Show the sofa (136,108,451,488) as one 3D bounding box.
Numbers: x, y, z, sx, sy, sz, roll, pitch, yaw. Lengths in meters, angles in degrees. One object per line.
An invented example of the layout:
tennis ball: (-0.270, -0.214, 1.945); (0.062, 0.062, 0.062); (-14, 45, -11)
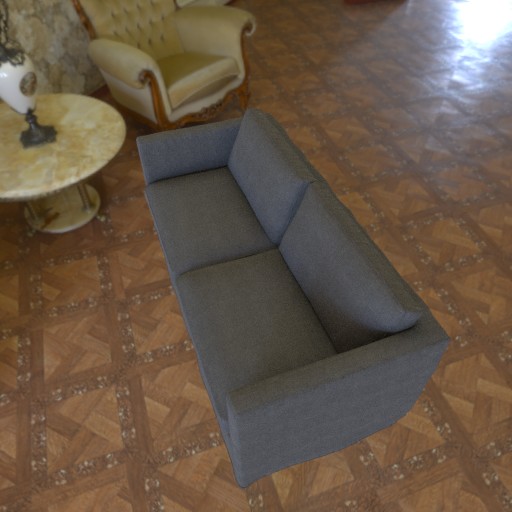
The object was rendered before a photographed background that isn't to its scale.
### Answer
sofa: (0.000, 0.000, 2.477); (0.953, 0.855, 1.982); (-15, 48, -14)
